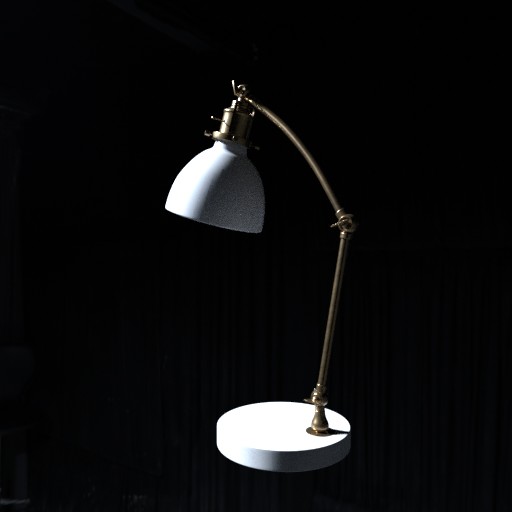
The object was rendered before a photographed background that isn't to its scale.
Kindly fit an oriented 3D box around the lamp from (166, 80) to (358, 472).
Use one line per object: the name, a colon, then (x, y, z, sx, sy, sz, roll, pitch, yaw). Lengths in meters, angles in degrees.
lamp: (0.000, 0.000, 0.656, 0.317, 0.522, 0.186, -1, -1, 35)
